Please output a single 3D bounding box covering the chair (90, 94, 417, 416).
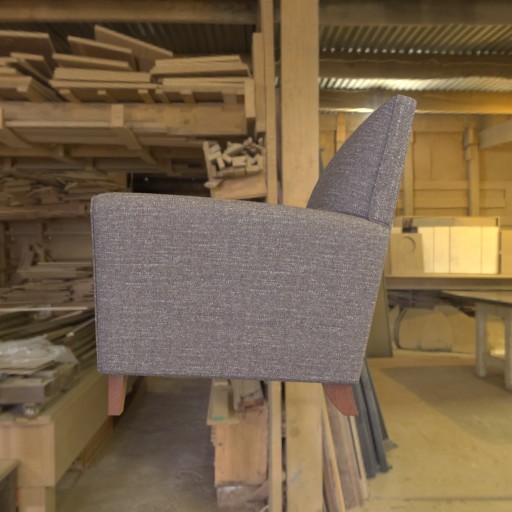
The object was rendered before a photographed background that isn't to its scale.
[{"bbox_3d":[0.000,0.000,1.580,0.875,0.885,0.838,0,1,0],"label":"chair"}]
